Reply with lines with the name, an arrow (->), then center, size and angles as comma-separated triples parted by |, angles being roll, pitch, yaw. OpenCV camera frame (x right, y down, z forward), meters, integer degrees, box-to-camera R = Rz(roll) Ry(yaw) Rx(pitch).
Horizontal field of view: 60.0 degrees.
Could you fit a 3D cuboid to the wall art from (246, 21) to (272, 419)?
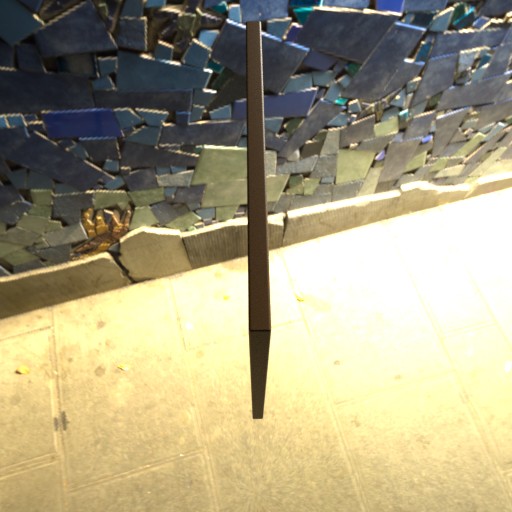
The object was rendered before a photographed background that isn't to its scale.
wall art -> 0.000, 0.000, 0.753 | 0.021, 0.550, 0.449 | -1, 62, 0
